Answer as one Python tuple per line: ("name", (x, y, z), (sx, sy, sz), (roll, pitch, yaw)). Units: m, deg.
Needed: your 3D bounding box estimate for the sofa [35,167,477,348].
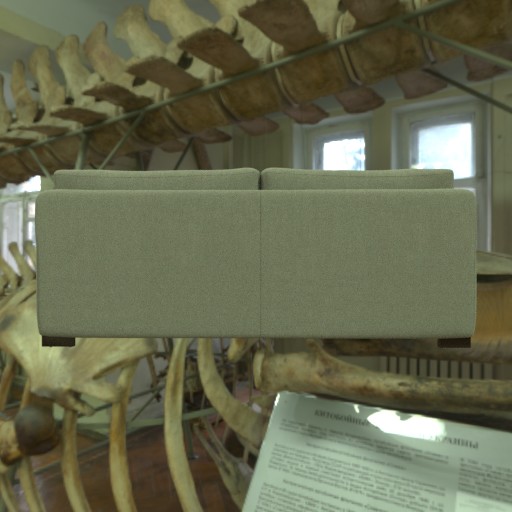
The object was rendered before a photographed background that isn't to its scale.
("sofa", (0.000, 0.000, 2.799), (2.354, 0.980, 0.962), (0, 0, 1))
